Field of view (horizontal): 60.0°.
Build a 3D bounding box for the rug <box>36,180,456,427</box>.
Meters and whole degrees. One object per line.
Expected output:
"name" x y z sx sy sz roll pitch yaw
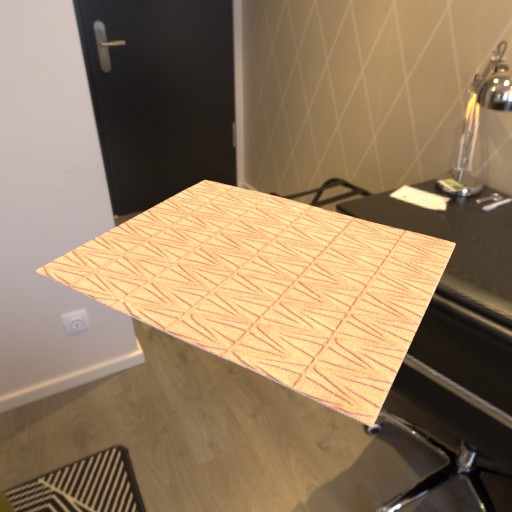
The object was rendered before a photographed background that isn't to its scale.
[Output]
"rug" 0.000 0.000 4.074 3.052 0.043 2.453 18 36 26
